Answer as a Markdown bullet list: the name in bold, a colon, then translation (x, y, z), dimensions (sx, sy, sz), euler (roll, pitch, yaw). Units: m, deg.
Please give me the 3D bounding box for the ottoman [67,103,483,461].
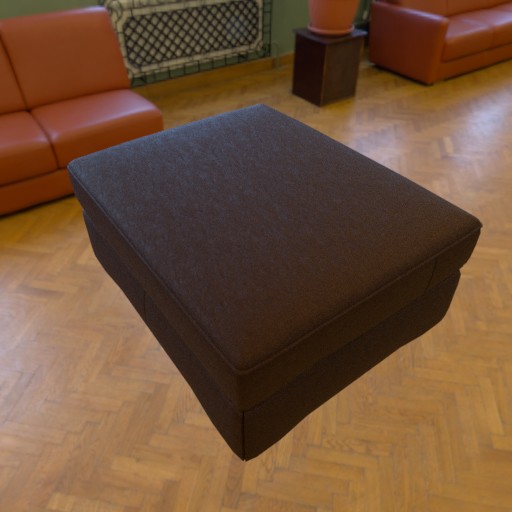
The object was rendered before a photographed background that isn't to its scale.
- **ottoman**: translation (0.000, 0.000, 1.749), dimensions (0.967, 0.730, 1.187), euler (-26, 47, -26)
